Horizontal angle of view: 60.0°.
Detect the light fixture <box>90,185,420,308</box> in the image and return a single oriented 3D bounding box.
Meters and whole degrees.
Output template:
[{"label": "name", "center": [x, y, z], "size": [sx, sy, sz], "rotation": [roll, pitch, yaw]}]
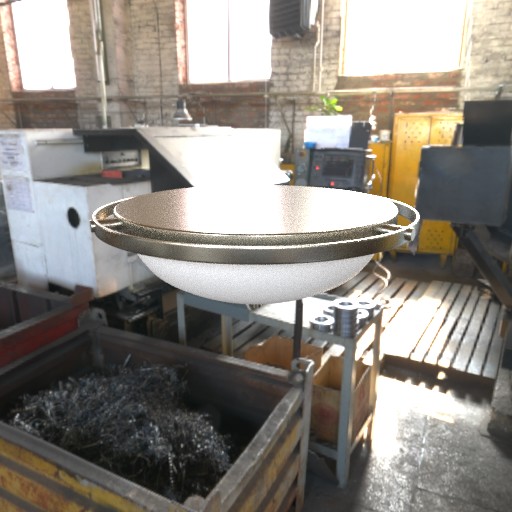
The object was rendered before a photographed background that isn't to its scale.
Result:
[{"label": "light fixture", "center": [0.000, 0.000, 0.535], "size": [0.361, 0.130, 0.361], "rotation": [0, 16, 0]}]
